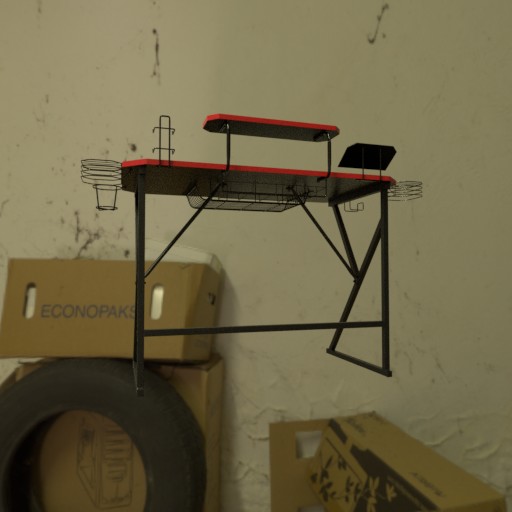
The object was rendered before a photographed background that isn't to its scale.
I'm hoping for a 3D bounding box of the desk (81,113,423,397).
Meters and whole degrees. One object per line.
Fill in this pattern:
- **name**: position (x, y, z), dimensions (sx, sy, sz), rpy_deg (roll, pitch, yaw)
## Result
- **desk**: position (0.000, 0.000, 1.765), dimensions (1.280, 0.913, 0.588), rpy_deg (1, -2, -17)
